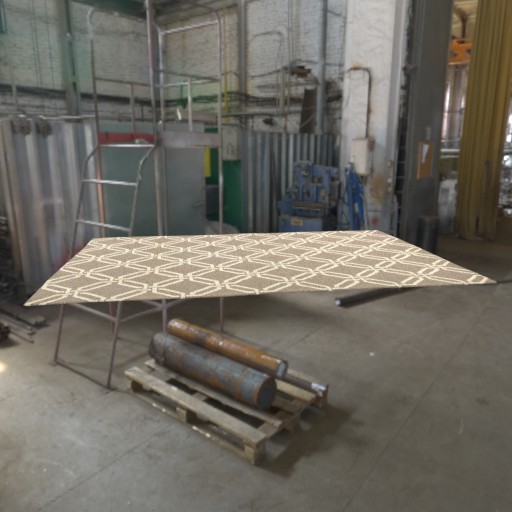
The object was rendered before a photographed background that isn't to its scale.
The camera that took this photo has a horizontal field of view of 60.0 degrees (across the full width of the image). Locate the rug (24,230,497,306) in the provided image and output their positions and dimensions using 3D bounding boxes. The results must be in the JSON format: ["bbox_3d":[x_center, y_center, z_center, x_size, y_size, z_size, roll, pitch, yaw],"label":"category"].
[{"bbox_3d":[0.000,0.000,2.143,1.748,0.010,1.142,-2,14,-8],"label":"rug"}]
